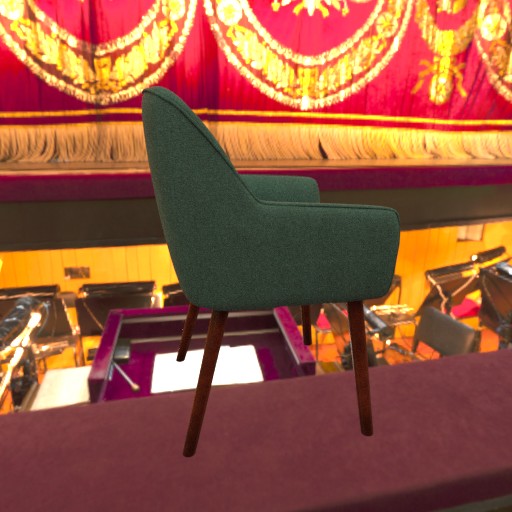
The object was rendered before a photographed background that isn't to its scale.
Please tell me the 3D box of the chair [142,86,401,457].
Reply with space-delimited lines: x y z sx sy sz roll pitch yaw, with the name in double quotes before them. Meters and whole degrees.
"chair" 0.000 0.000 1.153 0.519 0.803 0.543 -4 17 -11
